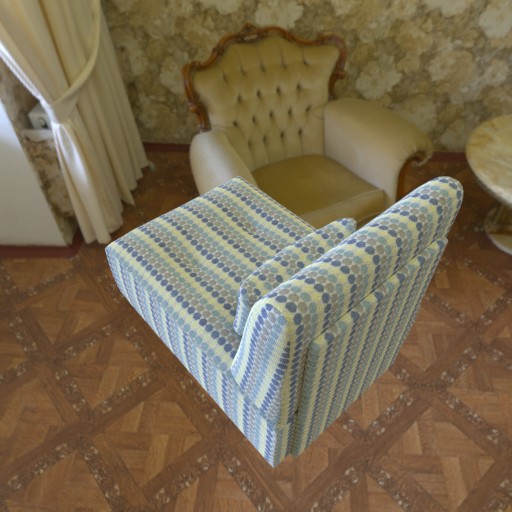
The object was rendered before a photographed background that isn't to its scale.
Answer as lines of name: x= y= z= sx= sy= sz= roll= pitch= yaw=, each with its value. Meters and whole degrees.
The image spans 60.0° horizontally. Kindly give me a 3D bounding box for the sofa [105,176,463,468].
sofa: x=0.000 y=0.000 z=1.544 sx=0.700 sy=0.820 sz=1.000 roll=-33 pitch=55 yaw=-27
